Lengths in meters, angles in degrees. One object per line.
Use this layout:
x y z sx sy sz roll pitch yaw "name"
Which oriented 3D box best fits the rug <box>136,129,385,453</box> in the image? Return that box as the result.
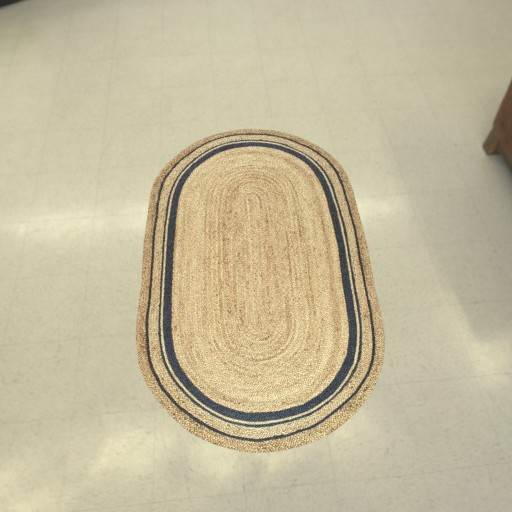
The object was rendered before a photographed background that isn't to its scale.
0.000 0.000 2.970 1.520 0.006 2.432 -3 58 -2 "rug"
